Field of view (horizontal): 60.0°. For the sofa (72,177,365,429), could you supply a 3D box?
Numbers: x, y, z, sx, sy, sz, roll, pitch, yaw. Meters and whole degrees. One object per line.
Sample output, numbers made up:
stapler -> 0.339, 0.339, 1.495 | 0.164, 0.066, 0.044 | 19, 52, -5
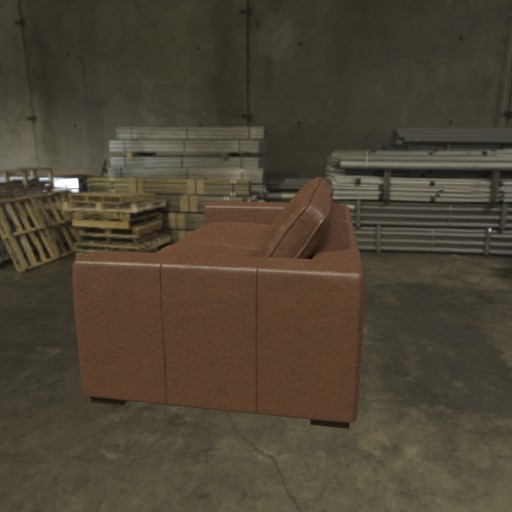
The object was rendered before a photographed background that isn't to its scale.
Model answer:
sofa -> 0.000, 0.000, 2.454 | 1.070, 0.800, 1.920 | 2, 14, 10
